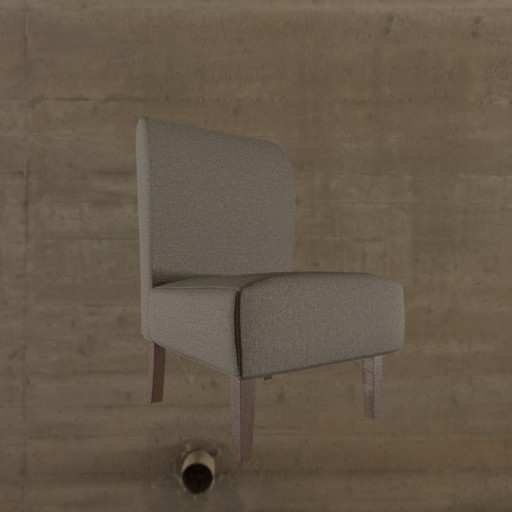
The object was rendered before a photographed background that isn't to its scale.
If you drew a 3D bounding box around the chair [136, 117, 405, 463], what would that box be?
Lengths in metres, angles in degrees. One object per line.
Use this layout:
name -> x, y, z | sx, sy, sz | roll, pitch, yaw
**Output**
chair -> 0.000, 0.000, 1.177 | 0.513, 0.804, 0.592 | 1, -1, -37
